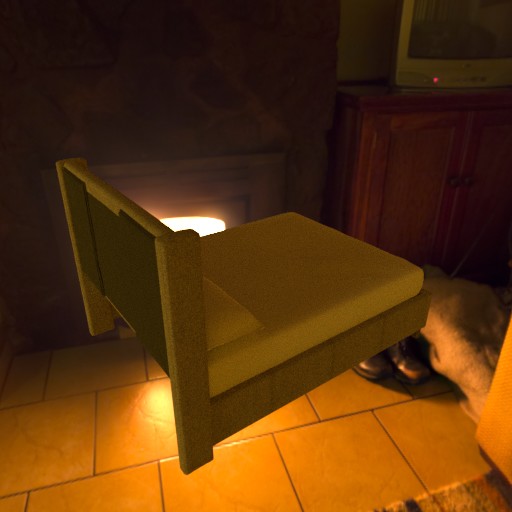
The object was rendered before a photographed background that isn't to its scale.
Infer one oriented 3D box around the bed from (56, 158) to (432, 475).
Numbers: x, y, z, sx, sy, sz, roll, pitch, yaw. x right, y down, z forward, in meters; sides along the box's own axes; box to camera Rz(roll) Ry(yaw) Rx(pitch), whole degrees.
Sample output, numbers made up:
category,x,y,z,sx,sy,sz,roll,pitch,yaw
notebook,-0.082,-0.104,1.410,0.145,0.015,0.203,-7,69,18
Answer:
category,x,y,z,sx,sy,sz,roll,pitch,yaw
bed,0.000,0.000,3.403,2.245,1.481,1.714,-18,31,-32
